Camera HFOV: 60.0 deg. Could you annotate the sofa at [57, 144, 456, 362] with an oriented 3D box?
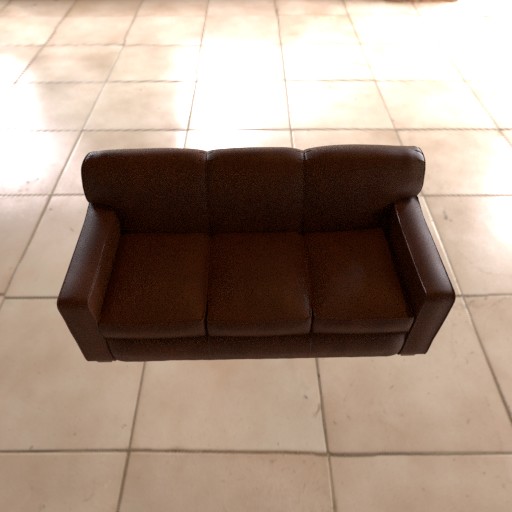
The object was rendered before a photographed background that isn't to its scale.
[{"bbox_3d":[0.000,0.000,2.634,2.039,0.953,1.008,-1,47,-1],"label":"sofa"}]
